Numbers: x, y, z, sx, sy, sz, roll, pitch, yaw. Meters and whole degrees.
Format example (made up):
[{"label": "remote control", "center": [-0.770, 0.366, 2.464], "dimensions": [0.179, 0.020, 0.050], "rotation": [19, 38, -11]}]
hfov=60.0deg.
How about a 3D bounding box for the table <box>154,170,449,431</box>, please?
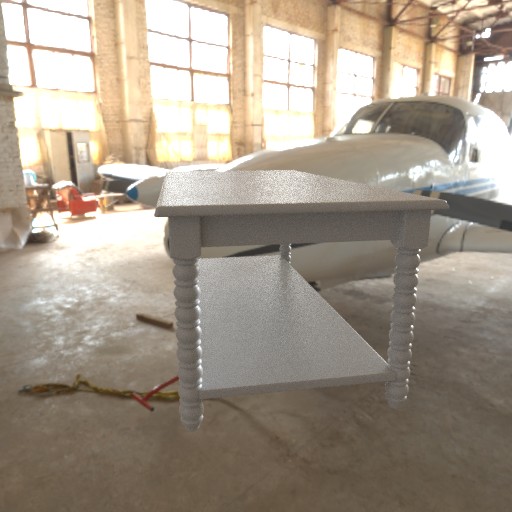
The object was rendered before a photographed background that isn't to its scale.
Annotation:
[{"label": "table", "center": [0.000, 0.000, 1.447], "dimensions": [0.580, 0.487, 1.171], "rotation": [-2, 14, -10]}]
